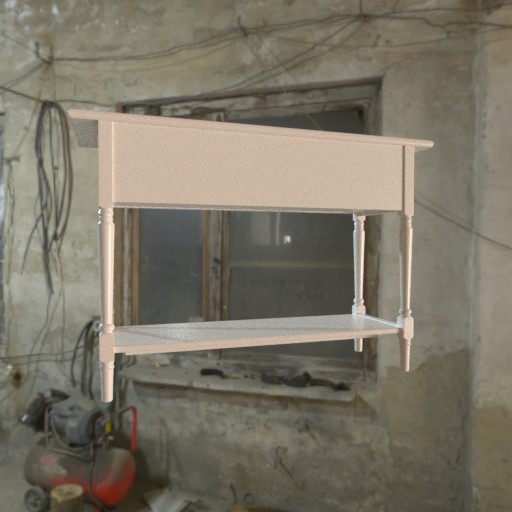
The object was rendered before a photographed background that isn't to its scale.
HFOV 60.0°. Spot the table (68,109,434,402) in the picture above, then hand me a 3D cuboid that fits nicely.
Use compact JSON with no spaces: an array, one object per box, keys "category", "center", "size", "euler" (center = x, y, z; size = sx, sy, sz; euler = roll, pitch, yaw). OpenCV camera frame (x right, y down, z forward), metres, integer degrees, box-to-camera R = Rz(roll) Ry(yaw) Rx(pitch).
[{"category":"table","center":[0.000,0.000,1.567],"size":[1.191,0.814,0.386],"euler":[0,1,-18]}]
